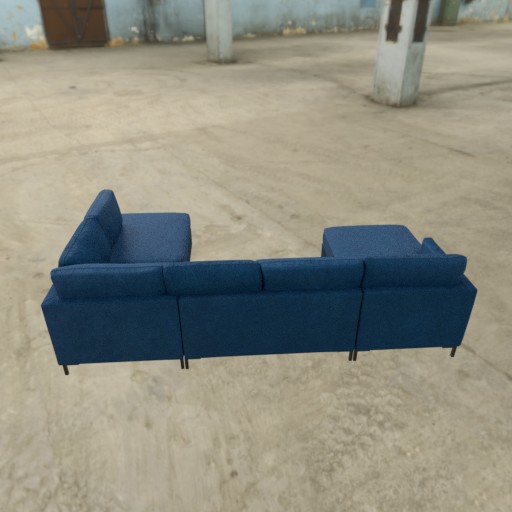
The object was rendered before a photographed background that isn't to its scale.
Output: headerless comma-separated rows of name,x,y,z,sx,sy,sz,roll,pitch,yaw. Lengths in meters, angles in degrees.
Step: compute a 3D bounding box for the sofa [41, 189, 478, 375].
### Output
sofa,0.000,0.000,4.409,3.434,0.992,2.055,-2,30,-3
